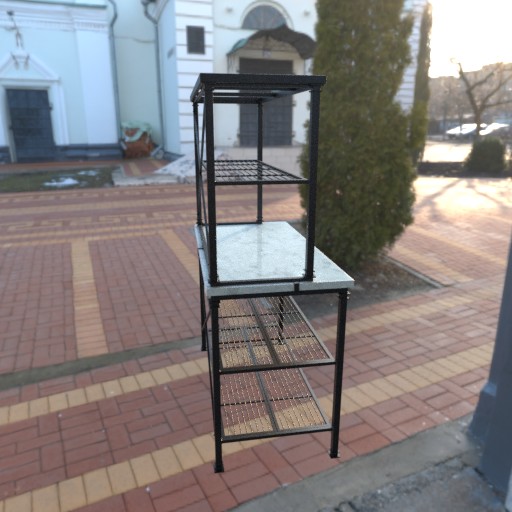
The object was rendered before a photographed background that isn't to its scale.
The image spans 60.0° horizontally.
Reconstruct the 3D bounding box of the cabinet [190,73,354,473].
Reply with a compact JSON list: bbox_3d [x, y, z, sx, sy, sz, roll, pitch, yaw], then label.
[{"bbox_3d":[0.000,0.000,2.343,0.610,1.659,1.210,-3,16,-9],"label":"cabinet"}]
